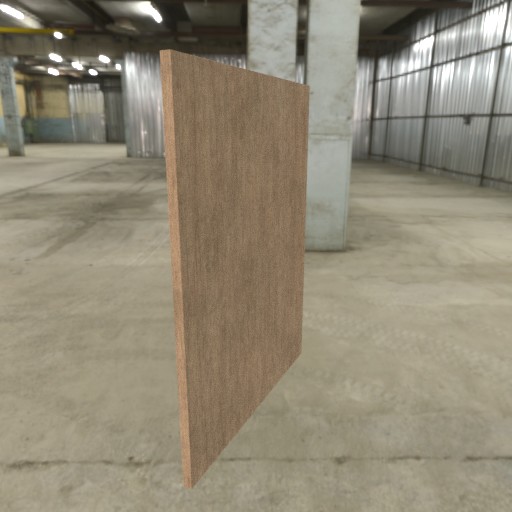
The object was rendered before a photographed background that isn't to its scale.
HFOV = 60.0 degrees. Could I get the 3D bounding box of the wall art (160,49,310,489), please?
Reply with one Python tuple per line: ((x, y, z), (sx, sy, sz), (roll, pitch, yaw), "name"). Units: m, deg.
((0.000, 0.000, 0.894), (0.018, 0.686, 0.534), (8, 17, 25), "wall art")
